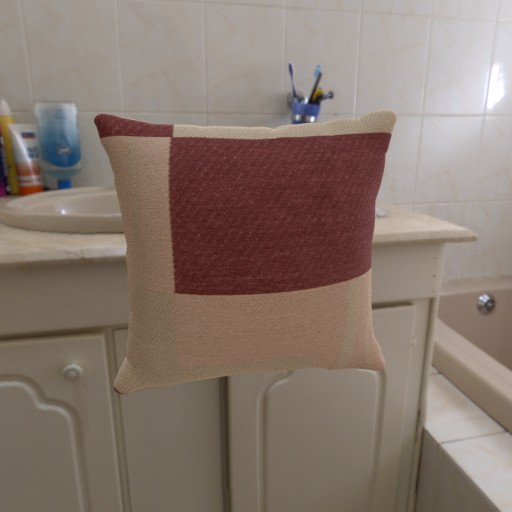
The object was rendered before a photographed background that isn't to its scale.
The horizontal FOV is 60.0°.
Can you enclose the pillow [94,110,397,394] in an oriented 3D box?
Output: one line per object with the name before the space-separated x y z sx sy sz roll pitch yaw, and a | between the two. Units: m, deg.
pillow | 0.000 0.000 0.803 0.536 0.506 0.229 -3 16 -10
